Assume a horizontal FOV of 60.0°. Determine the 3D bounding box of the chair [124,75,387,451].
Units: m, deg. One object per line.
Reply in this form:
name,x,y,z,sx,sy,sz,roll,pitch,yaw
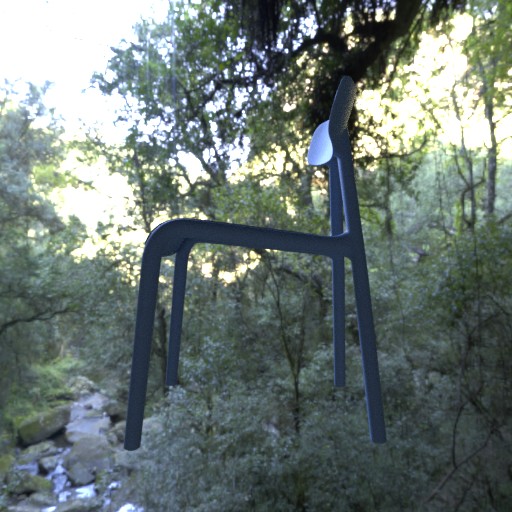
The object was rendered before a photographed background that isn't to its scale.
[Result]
chair,0.000,0.000,0.835,0.401,0.580,0.356,0,0,-1
